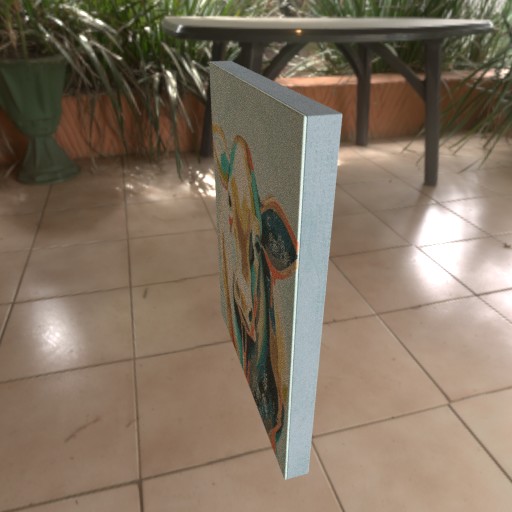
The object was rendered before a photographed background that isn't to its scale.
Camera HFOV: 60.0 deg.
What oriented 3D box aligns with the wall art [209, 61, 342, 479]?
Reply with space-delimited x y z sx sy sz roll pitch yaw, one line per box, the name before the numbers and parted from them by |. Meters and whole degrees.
wall art | 0.000 0.000 0.682 0.037 0.509 0.409 -8 31 -14
